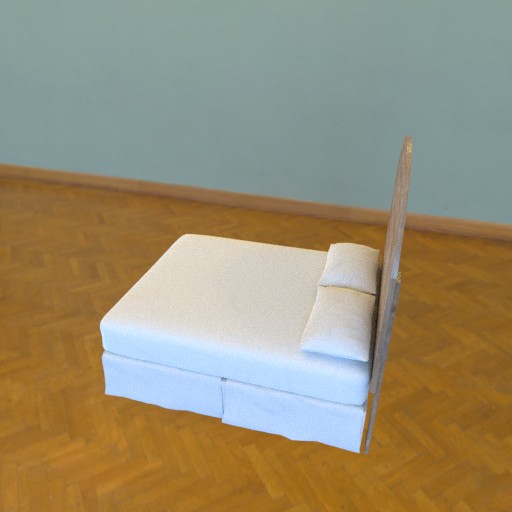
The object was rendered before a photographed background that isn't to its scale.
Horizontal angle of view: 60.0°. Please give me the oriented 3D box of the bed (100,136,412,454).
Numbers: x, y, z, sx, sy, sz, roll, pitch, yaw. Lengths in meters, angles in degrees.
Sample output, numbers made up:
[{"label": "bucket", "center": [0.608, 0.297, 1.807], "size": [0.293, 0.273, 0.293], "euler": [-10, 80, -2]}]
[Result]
[{"label": "bed", "center": [0.000, 0.000, 3.540], "size": [2.112, 2.002, 1.713], "euler": [8, 31, 14]}]
